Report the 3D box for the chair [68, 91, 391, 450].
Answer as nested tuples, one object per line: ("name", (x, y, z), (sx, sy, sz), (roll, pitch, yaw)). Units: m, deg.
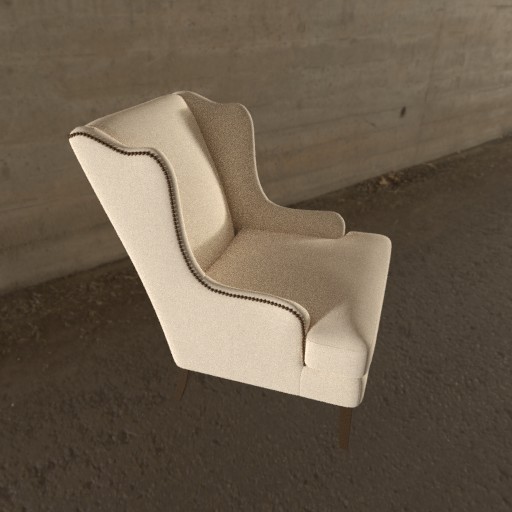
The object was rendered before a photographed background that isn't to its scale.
("chair", (0.000, 0.000, 1.636), (0.940, 1.029, 0.737), (10, 32, 17))
